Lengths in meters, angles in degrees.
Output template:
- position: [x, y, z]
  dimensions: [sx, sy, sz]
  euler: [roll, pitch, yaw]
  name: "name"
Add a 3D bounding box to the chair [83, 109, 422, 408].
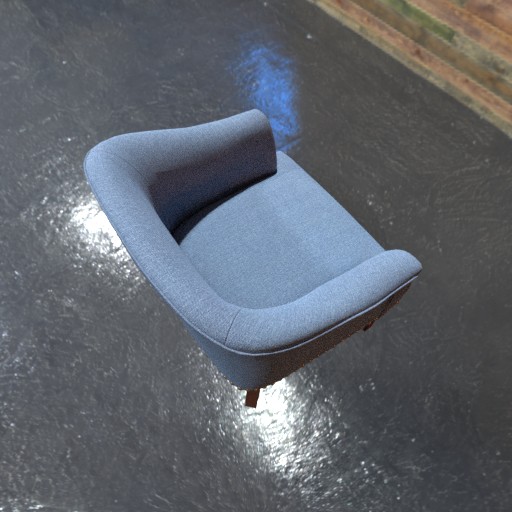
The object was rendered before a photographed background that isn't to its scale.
- position: [0.000, 0.000, 1.374]
  dimensions: [0.704, 0.815, 0.772]
  euler: [-31, 63, -18]
  name: "chair"
